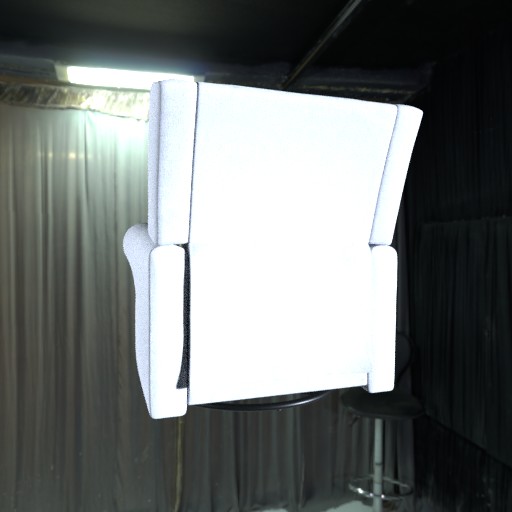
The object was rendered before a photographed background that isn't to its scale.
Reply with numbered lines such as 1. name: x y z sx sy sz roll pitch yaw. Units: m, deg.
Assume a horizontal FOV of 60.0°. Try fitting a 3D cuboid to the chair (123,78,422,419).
1. chair: 0.000 0.000 1.610 0.906 0.967 0.854 0 2 -18
